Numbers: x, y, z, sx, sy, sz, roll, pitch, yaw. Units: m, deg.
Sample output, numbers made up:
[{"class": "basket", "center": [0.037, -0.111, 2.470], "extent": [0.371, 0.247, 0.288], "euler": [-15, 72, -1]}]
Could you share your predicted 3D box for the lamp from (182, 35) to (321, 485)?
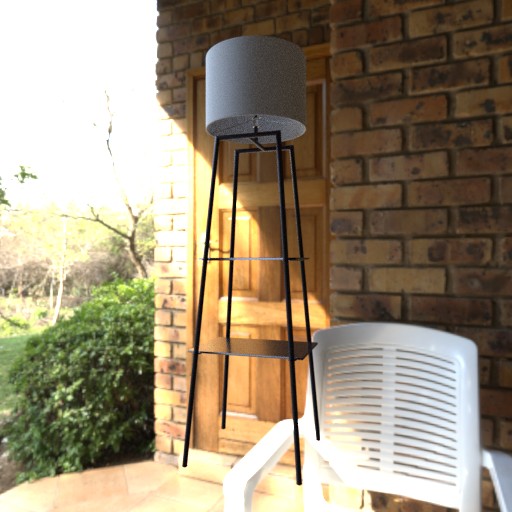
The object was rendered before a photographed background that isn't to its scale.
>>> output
[{"class": "lamp", "center": [0.000, 0.000, 1.665], "extent": [0.427, 1.474, 0.384], "euler": [0, 0, 18]}]
